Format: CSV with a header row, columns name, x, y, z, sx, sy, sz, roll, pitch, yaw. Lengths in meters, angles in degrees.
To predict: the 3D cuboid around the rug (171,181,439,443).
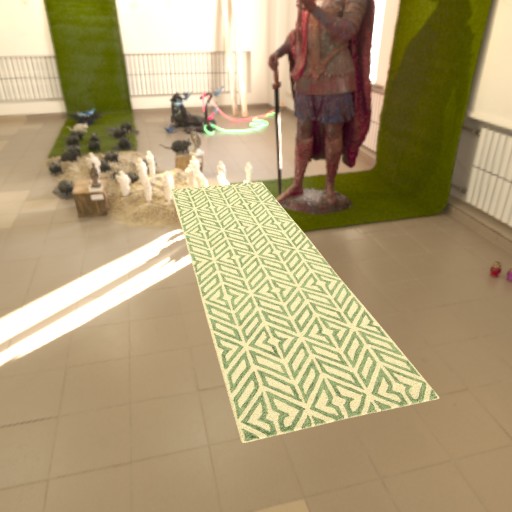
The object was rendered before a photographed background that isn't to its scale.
name,x,y,z,sx,sy,sz,roll,pitch,yaw
rug,0.000,0.000,2.575,0.750,0.009,2.435,-7,30,-13
